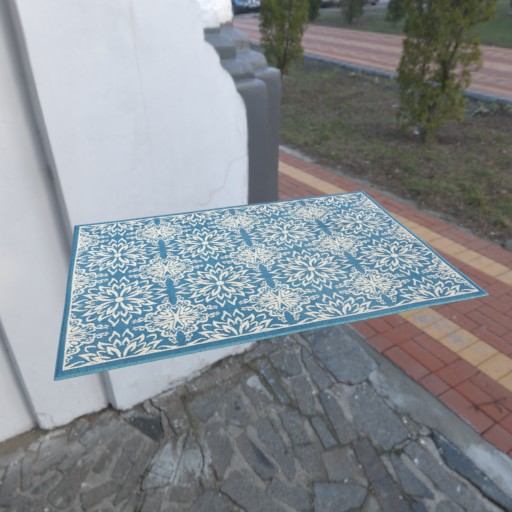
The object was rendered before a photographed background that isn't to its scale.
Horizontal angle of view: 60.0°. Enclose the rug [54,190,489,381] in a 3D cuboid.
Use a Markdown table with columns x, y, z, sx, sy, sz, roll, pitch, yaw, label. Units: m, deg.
| x | y | z | sx | sy | sz | roll | pitch | yaw | label |
| --- | --- | --- | --- | --- | --- | --- | --- | --- | --- |
| 0.000 | 0.000 | 3.436 | 2.769 | 0.018 | 1.830 | -9 | 33 | -14 | rug |
